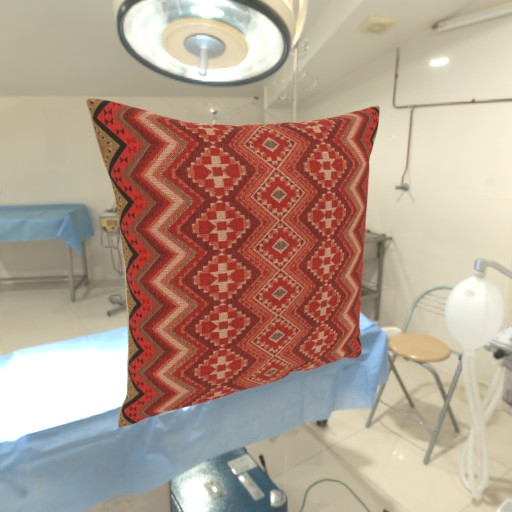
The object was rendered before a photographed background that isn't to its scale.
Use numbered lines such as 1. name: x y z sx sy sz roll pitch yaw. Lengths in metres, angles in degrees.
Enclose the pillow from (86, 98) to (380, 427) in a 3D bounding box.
1. pillow: 0.000 0.000 0.772 0.513 0.511 0.158 -8 17 -27
